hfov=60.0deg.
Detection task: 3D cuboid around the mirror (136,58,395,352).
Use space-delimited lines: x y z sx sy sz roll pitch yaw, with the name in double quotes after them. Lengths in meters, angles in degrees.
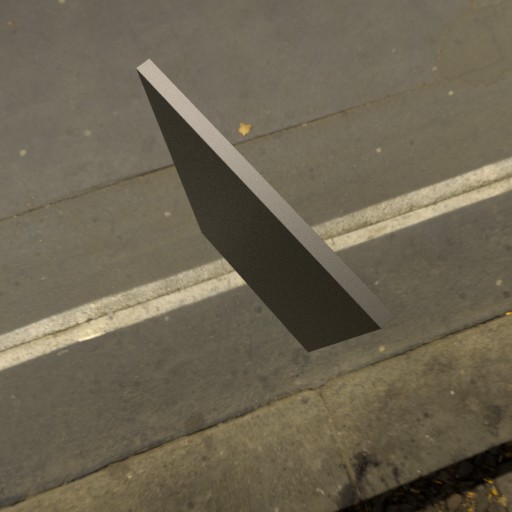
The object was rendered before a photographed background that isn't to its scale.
0.000 0.000 1.504 0.038 1.219 0.762 -40 79 -9 "mirror"
